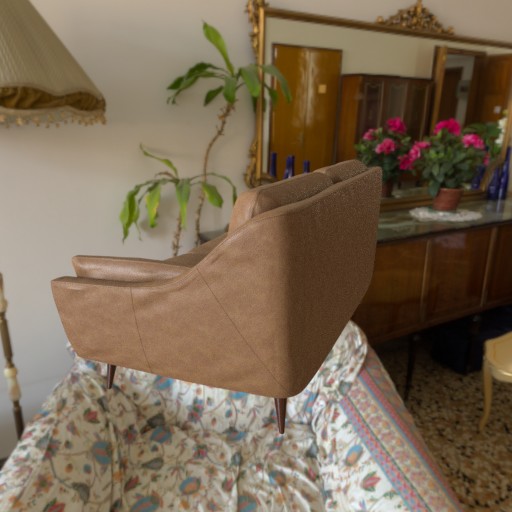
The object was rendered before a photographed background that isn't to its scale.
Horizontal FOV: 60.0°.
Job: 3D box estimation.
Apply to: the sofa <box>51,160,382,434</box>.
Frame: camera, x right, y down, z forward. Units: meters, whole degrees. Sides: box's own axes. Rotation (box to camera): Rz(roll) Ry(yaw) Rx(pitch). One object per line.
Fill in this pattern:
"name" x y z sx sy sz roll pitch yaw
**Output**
"sofa" 0.000 0.000 2.249 0.981 0.886 1.731 7 18 24
